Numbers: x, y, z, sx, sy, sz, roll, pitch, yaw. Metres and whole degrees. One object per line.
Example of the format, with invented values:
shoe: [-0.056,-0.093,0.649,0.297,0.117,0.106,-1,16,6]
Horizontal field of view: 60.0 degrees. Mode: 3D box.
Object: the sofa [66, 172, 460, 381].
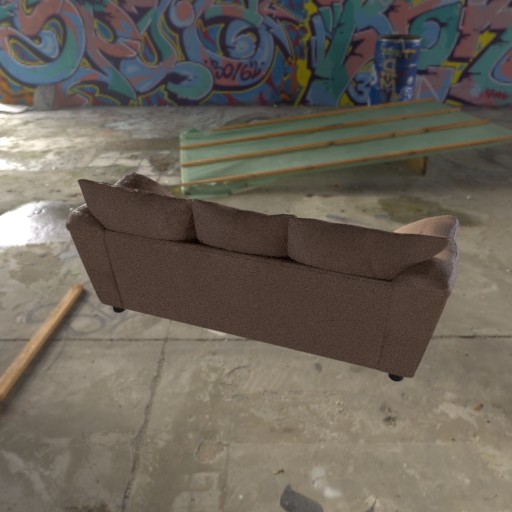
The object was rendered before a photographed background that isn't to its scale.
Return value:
sofa: [0.000,0.000,2.894,2.377,0.981,0.893,10,32,17]
